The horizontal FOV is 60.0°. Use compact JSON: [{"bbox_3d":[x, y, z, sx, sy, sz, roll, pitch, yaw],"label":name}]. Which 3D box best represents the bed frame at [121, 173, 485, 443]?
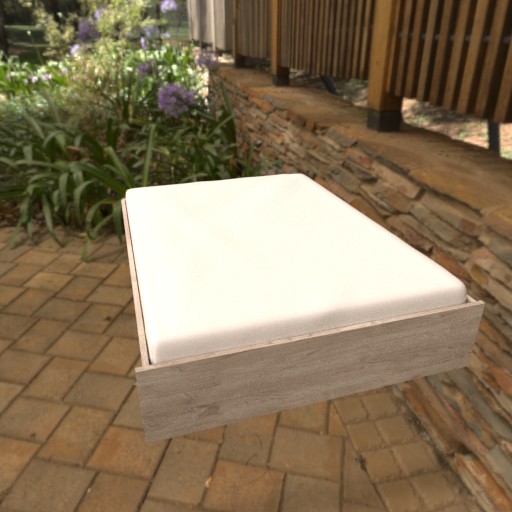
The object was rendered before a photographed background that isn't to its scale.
[{"bbox_3d":[0.000,0.000,2.626,1.490,0.462,1.950,-8,27,-16],"label":"bed frame"}]
